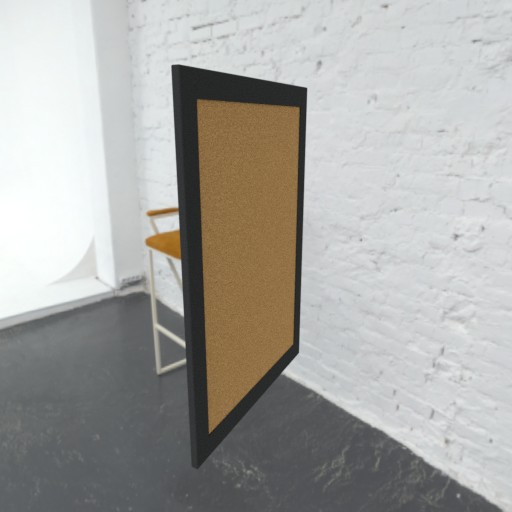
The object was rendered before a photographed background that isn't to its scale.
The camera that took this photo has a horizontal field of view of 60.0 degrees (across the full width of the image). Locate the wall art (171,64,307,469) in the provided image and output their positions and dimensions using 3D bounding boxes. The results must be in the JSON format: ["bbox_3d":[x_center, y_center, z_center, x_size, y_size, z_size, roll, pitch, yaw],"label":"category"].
[{"bbox_3d":[0.000,0.000,0.710,0.012,0.529,0.374,9,19,26],"label":"wall art"}]
